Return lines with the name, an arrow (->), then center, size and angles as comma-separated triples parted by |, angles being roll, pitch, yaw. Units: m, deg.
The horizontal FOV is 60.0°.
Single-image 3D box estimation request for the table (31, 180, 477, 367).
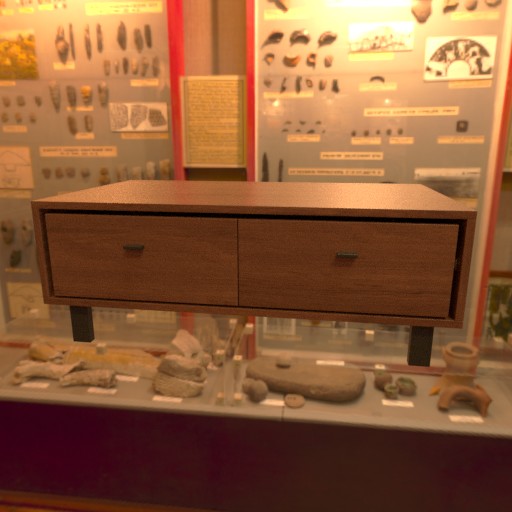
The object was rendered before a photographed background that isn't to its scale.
table -> 0.000, 0.000, 1.314 | 1.020, 0.380, 0.600 | 2, 15, 8
